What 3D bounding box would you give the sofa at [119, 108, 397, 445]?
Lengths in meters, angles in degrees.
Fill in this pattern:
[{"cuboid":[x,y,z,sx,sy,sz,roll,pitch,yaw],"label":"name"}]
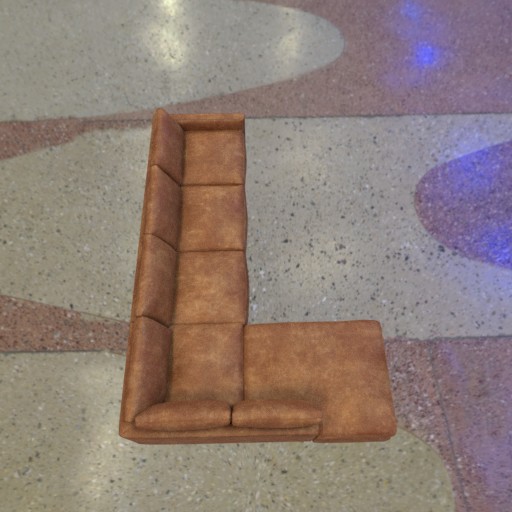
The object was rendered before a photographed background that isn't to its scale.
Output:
[{"cuboid":[0.000,0.000,3.841,1.938,0.877,2.984,-1,63,-1],"label":"sofa"}]
